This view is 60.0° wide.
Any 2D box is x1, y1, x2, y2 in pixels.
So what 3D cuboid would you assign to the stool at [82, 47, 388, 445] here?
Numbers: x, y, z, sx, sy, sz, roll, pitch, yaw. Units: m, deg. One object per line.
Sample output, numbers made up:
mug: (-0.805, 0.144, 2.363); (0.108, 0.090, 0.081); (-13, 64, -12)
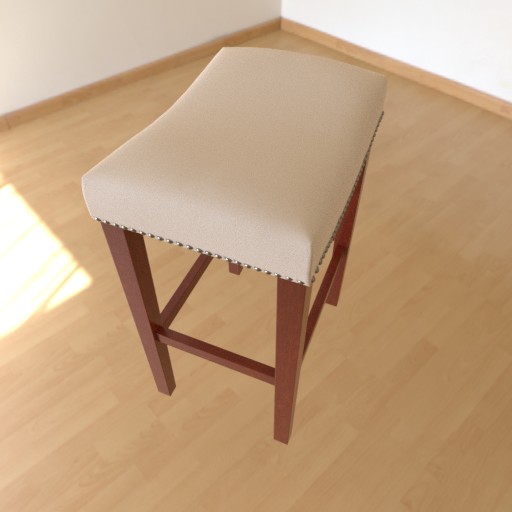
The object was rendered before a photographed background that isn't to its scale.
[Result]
stool: (0.000, 0.000, 1.007); (0.372, 0.742, 0.504); (17, 50, 15)
